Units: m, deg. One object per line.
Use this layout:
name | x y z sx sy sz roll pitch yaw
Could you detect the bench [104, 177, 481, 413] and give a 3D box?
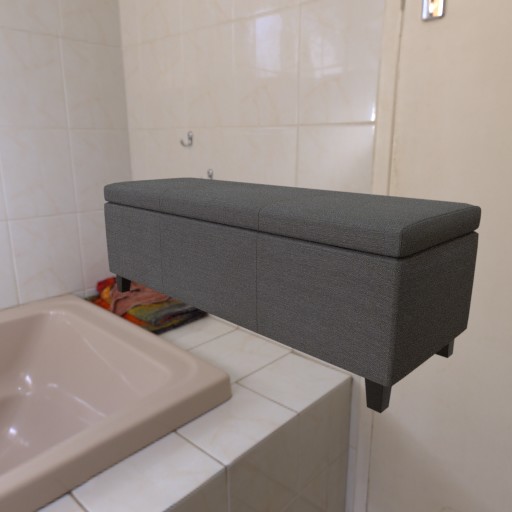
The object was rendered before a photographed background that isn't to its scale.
bench | 0.000 0.000 1.482 1.269 0.438 0.446 14 20 43
